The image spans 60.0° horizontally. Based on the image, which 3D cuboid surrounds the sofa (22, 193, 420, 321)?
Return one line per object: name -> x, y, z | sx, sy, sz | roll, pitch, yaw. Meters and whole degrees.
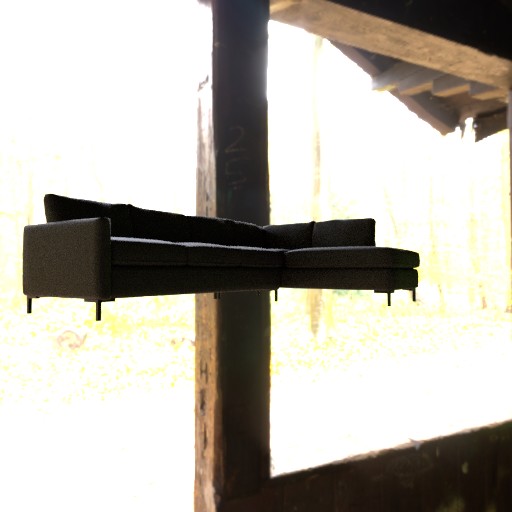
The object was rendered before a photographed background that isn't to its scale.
sofa -> 0.000, 0.000, 3.767 | 1.984, 0.858, 2.972 | -1, -2, 35
